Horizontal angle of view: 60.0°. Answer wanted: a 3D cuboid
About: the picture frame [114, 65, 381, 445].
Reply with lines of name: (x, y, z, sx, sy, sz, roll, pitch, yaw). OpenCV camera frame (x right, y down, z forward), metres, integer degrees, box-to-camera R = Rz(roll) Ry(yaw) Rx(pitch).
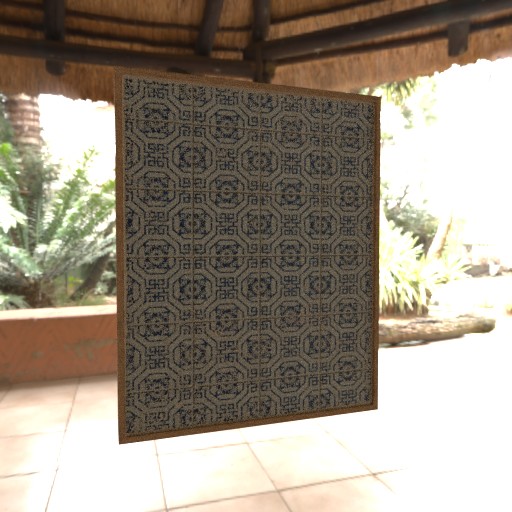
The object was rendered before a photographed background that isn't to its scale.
picture frame: (0.000, 0.000, 0.701, 0.421, 0.526, 0.046, -1, 2, -18)
